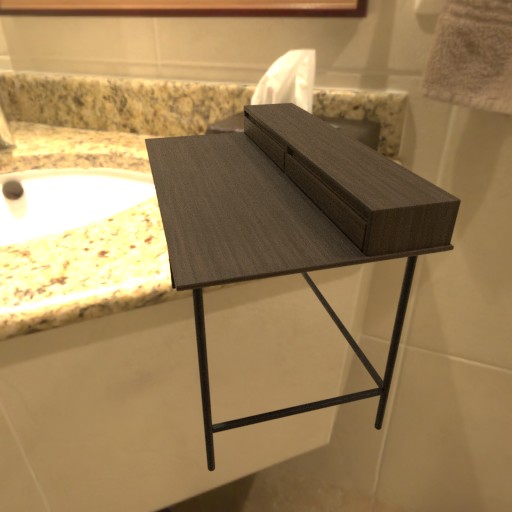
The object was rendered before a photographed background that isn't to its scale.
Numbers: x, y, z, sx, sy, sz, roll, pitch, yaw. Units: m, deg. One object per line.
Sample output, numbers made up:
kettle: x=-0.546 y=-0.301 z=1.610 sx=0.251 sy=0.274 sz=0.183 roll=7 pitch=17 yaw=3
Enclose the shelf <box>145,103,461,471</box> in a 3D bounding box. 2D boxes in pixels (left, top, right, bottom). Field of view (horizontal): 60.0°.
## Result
shelf: x=0.000 y=0.000 z=1.682 sx=0.685 sy=0.865 sz=1.212 roll=-8 pitch=31 yaw=-13
